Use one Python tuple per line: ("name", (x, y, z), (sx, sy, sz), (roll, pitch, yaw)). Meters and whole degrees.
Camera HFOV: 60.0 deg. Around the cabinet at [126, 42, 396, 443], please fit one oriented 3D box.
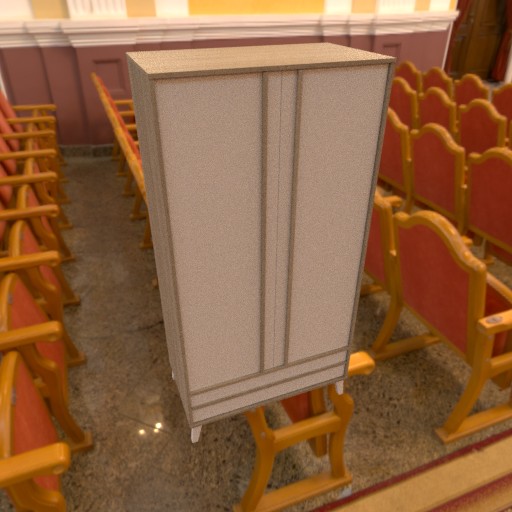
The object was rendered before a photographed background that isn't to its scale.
("cabinet", (0.000, 0.000, 2.401), (1.006, 1.999, 0.571), (-12, 34, -18))
